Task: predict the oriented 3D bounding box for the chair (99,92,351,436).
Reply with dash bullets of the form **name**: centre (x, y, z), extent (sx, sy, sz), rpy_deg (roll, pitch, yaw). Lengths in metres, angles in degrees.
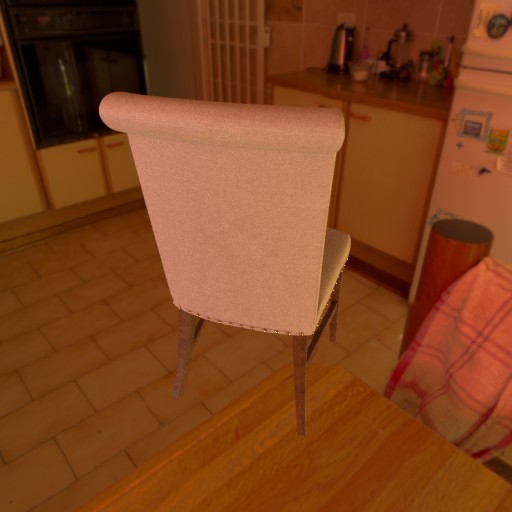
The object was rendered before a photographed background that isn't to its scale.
- **chair**: centre (0.000, 0.000, 1.317), extent (0.513, 0.988, 0.608), rpy_deg (10, 33, 16)
